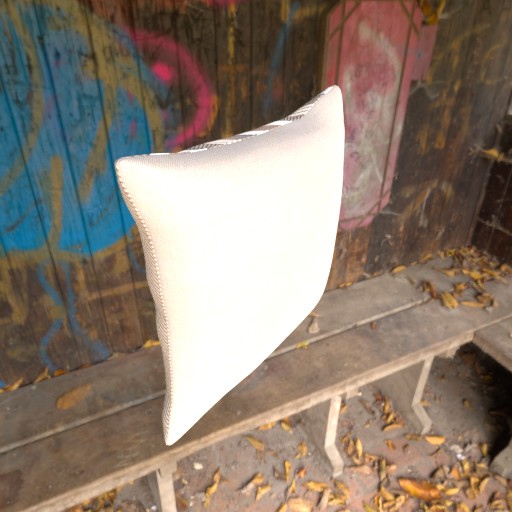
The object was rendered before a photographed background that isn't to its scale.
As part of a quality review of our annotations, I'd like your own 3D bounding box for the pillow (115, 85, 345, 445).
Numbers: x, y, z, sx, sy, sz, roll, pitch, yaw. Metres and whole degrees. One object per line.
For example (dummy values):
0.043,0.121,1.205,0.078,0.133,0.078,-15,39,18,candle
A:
0.000,0.000,0.629,0.173,0.401,0.416,21,37,30,pillow
